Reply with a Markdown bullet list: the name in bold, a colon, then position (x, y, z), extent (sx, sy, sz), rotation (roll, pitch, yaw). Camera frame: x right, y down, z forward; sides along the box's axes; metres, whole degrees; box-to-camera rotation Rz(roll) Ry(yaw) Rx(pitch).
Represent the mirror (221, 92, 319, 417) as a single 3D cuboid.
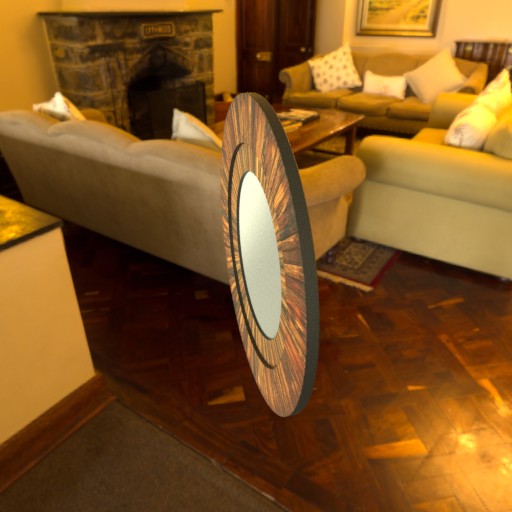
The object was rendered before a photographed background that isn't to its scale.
- **mirror**: position (0.000, 0.000, 1.557), extent (0.036, 1.077, 1.077), rotation (-8, 30, -13)
